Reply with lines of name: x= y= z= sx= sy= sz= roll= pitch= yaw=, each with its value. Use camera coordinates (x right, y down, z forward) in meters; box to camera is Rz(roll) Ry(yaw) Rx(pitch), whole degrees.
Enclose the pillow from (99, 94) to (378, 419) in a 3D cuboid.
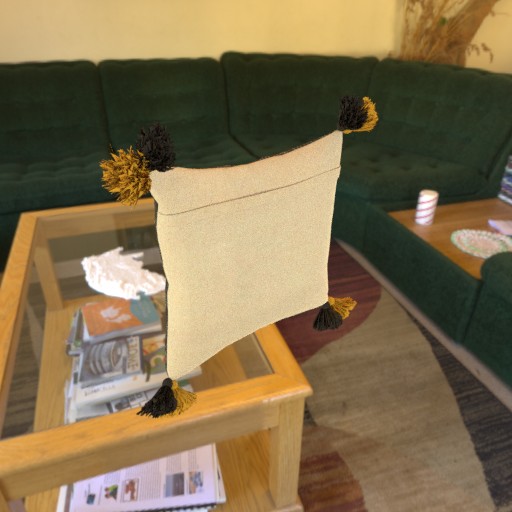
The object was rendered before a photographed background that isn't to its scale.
pillow: x=0.000 y=0.000 z=0.982 sx=0.654 sy=0.659 sz=0.139 roll=-20 pitch=36 yaw=-30
